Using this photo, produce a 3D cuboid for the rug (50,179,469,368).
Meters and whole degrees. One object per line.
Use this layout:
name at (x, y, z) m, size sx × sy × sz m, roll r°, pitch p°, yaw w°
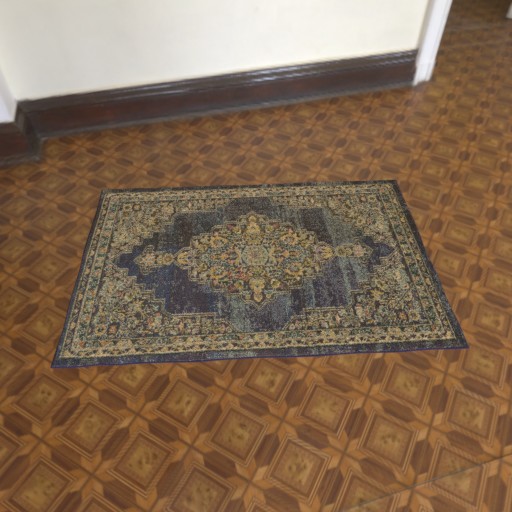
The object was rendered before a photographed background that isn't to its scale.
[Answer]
rug at (0.000, 0.000, 2.274) m, size 1.781 × 0.012 × 1.184 m, roll -2°, pitch 47°, yaw -2°
